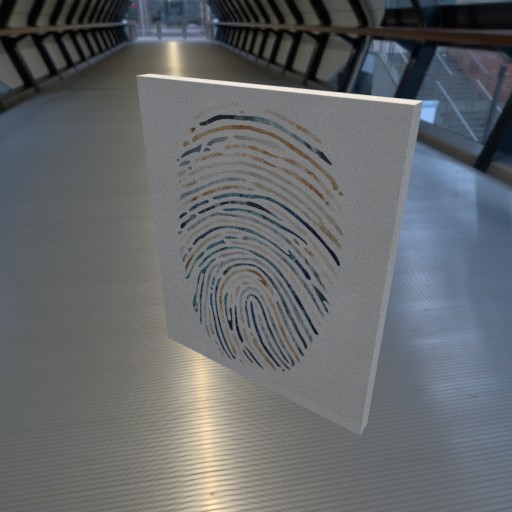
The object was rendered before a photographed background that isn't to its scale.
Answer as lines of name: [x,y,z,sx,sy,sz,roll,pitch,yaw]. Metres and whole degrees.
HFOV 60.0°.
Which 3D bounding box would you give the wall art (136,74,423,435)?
wall art: [0.000,0.000,0.838,0.508,0.606,0.037,18,34,30]
